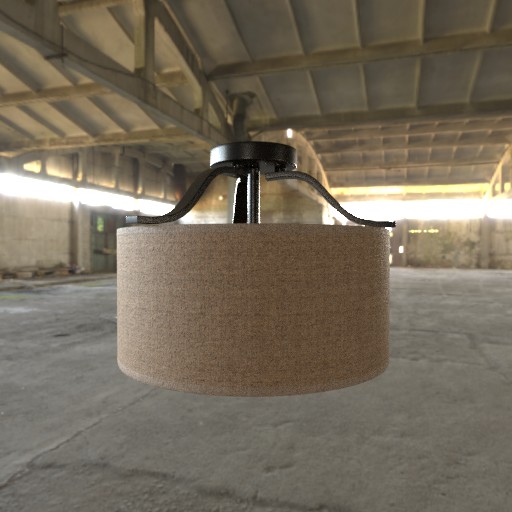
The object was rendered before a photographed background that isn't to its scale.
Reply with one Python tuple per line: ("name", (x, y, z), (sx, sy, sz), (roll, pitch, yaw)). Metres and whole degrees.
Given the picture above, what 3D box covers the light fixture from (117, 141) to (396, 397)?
("light fixture", (0.000, 0.000, 0.649), (0.390, 0.306, 0.390), (0, 1, 0))
